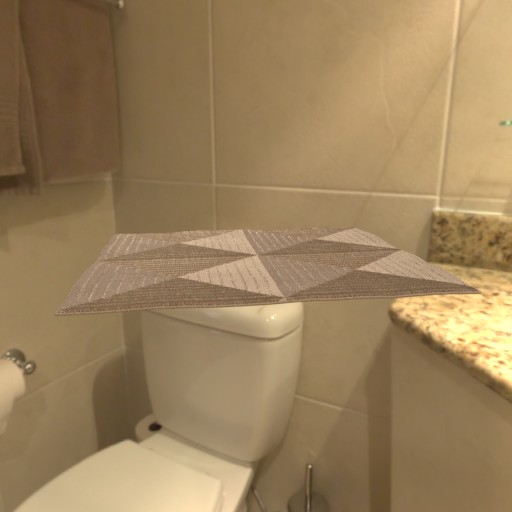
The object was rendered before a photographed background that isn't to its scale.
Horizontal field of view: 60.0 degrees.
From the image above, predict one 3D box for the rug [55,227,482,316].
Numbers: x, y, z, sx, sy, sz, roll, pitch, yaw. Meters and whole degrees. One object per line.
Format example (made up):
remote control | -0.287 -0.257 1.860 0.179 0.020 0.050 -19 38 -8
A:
rug | 0.000 0.000 0.907 0.642 0.008 0.551 -2 14 -8
